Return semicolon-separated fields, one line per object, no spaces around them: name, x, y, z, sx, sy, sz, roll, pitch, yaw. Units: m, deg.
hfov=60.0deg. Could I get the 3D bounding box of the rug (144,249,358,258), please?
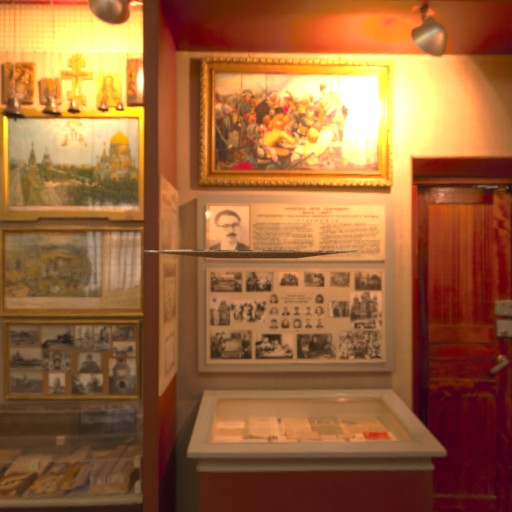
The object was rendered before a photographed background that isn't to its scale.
rug;0.000;0.000;2.799;0.768;0.011;2.446;0;-1;1
